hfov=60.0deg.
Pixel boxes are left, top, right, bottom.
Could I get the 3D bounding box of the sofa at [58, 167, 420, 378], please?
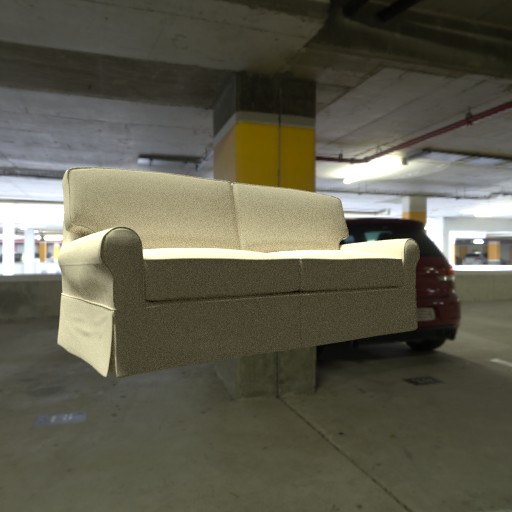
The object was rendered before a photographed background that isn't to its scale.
[{"bbox_3d":[0.000,0.000,2.561,2.021,0.937,0.862,0,0,-36],"label":"sofa"}]
